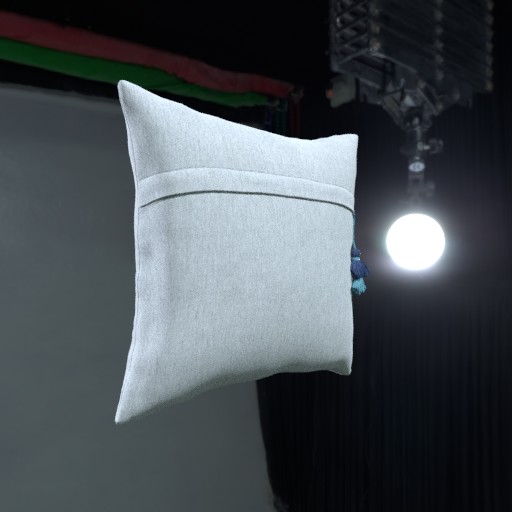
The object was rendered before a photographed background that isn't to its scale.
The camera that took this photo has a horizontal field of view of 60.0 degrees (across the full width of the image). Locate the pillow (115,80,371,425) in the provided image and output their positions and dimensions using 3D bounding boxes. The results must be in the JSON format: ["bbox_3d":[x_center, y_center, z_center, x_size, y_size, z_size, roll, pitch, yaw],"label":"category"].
[{"bbox_3d":[0.000,0.000,0.682,0.433,0.436,0.173,0,0,-36],"label":"pillow"}]
